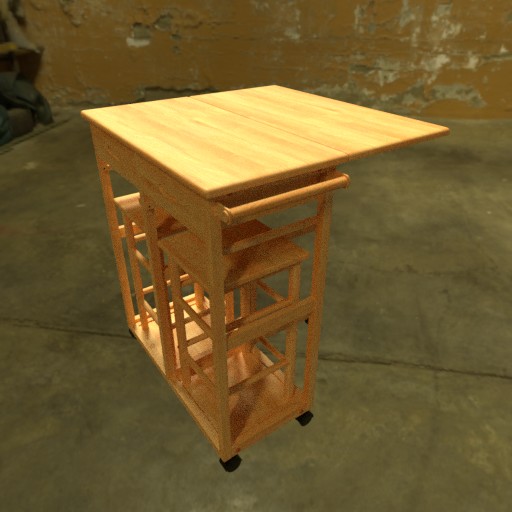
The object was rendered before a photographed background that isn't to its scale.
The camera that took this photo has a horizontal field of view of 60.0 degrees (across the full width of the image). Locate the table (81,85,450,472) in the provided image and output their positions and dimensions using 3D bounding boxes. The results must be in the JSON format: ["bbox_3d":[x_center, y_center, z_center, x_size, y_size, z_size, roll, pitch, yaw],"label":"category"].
[{"bbox_3d":[0.000,0.000,1.375,0.693,0.832,0.752,-20,36,-30],"label":"table"}]
